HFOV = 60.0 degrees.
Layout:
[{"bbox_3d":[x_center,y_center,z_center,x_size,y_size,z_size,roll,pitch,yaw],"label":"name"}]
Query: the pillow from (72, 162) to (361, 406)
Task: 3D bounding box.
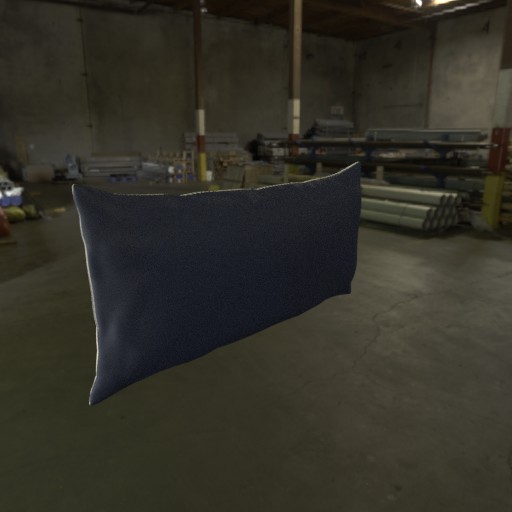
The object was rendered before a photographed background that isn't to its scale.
[{"bbox_3d":[0.000,0.000,0.739,0.151,0.287,0.610,14,20,42],"label":"pillow"}]
